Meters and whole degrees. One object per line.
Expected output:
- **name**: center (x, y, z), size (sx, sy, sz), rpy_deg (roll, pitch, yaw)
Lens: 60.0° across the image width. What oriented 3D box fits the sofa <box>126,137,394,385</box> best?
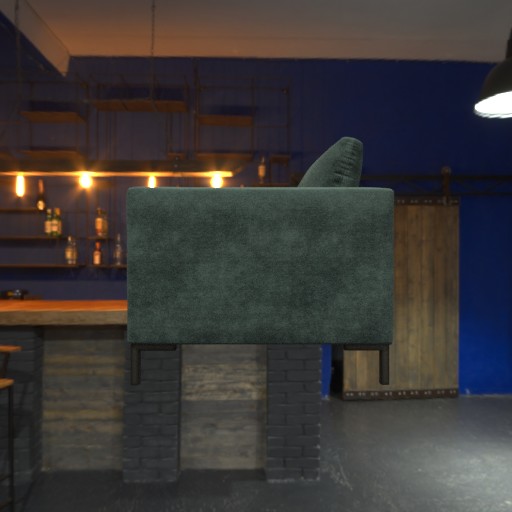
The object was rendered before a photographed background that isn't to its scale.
- **sofa**: center (0.000, 0.000, 2.211), size (0.875, 0.817, 1.676), rpy_deg (0, 0, 0)
